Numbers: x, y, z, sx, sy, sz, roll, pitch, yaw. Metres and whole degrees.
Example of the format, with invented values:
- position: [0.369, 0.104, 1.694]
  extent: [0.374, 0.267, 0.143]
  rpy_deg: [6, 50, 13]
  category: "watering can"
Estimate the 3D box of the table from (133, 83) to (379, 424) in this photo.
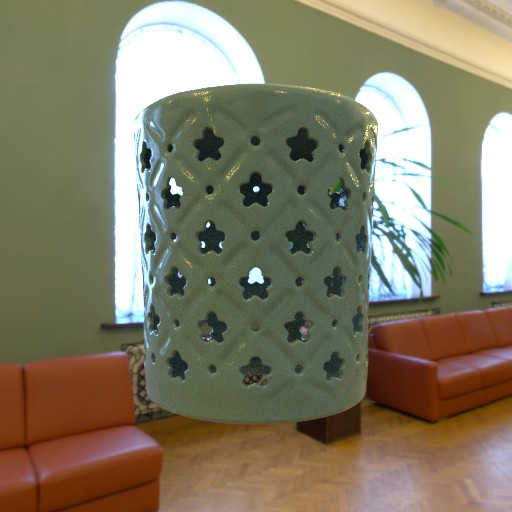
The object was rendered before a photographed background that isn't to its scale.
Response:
- position: [0.000, 0.000, 0.657]
  extent: [0.352, 0.387, 0.352]
  rpy_deg: [0, 0, 0]
  category: "table"
